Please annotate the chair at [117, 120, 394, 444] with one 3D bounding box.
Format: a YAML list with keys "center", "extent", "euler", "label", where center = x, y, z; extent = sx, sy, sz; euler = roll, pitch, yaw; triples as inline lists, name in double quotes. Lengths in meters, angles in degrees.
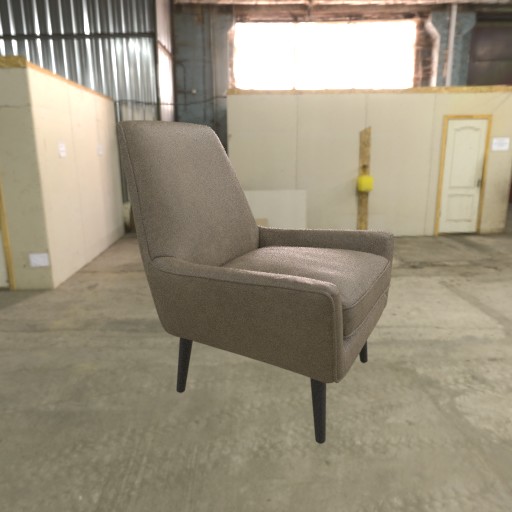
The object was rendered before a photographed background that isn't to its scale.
- center: [0.000, 0.000, 1.507]
  extent: [0.824, 0.888, 0.787]
  euler: [7, 16, 25]
  label: "chair"
